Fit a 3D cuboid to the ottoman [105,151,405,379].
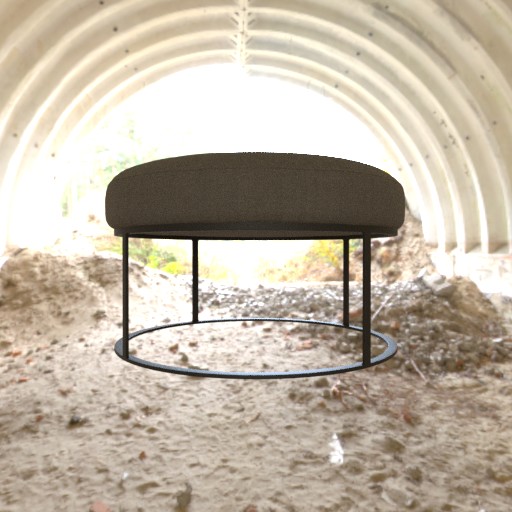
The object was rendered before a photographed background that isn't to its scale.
[{"bbox_3d":[0.000,0.000,1.198,0.772,0.460,0.772,0,0,0],"label":"ottoman"}]
